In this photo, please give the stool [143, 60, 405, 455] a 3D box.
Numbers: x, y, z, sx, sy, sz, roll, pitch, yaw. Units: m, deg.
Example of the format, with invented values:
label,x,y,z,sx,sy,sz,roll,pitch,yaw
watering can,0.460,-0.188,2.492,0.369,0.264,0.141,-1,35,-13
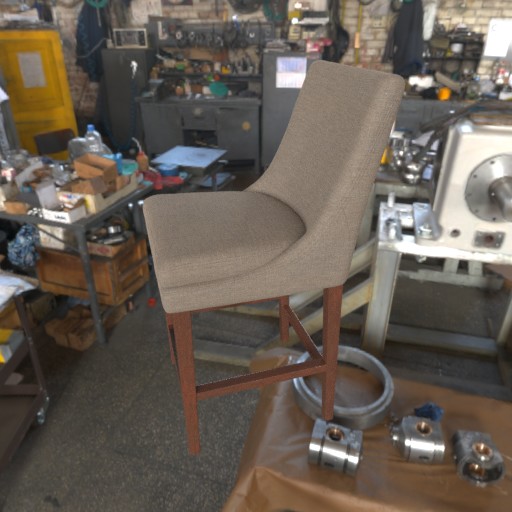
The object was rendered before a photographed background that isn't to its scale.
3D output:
label,x,y,z,sx,sy,sz,roll,pitch,yaw
stool,0.000,0.000,1.255,0.577,0.981,0.470,-8,29,-15
